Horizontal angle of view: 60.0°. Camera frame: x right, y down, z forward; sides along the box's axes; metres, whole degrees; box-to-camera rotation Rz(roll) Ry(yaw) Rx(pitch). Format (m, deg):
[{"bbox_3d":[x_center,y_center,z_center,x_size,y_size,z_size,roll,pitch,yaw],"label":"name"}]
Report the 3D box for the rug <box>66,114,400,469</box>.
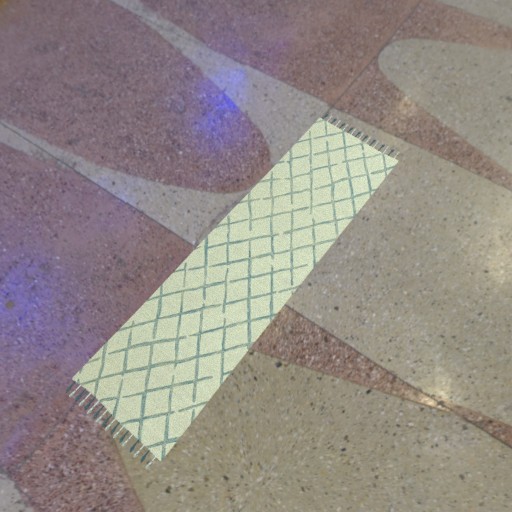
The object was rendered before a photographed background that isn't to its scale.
[{"bbox_3d":[0.000,0.000,2.556,0.620,0.008,2.372,34,68,16],"label":"rug"}]
